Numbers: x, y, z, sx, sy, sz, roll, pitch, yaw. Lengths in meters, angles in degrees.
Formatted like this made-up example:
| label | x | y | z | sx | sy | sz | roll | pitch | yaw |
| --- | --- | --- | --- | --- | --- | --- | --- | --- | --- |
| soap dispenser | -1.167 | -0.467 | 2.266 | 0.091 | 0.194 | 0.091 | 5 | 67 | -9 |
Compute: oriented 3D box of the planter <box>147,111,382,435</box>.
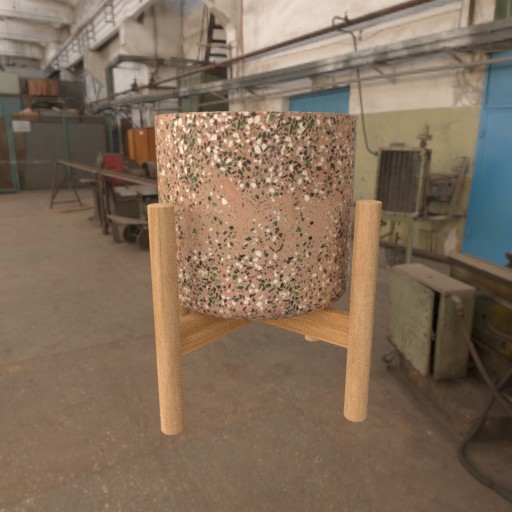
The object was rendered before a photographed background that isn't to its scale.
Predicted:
| label | x | y | z | sx | sy | sz | roll | pitch | yaw |
| --- | --- | --- | --- | --- | --- | --- | --- | --- | --- |
| planter | 0.000 | 0.000 | 0.536 | 0.284 | 0.320 | 0.284 | -8 | 17 | -28 |
